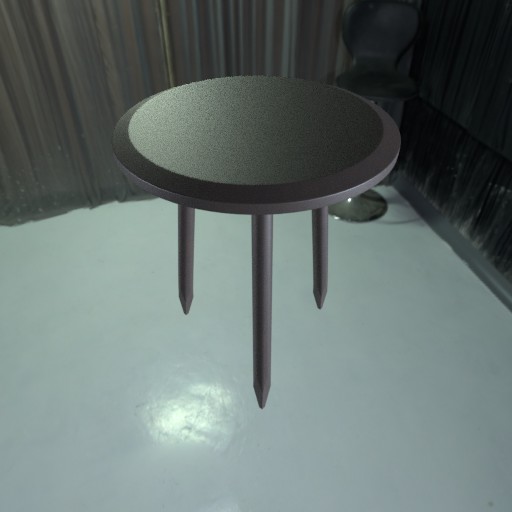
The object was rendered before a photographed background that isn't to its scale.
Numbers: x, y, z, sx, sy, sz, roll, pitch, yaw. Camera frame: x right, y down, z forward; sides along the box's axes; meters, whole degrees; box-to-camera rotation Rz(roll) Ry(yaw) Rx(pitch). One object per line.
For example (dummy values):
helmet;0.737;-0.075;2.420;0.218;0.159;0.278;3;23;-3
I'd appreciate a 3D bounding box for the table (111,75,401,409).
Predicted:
table;0.000;0.000;0.906;0.457;0.585;0.457;0;41;0
